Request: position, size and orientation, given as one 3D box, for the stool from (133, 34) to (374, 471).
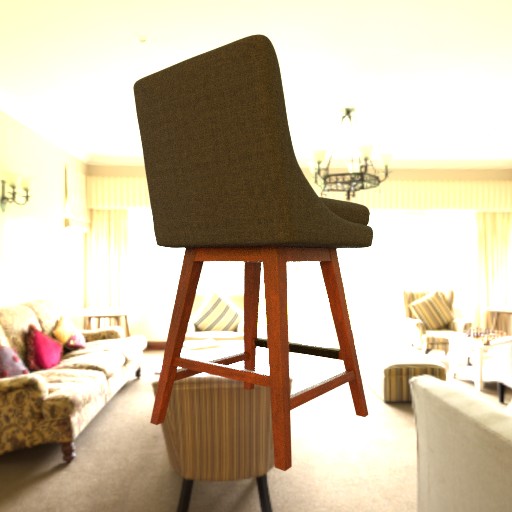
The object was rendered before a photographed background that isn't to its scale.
[{"bbox_3d":[0.000,0.000,1.191,0.467,0.895,0.524,0,0,38],"label":"stool"}]
